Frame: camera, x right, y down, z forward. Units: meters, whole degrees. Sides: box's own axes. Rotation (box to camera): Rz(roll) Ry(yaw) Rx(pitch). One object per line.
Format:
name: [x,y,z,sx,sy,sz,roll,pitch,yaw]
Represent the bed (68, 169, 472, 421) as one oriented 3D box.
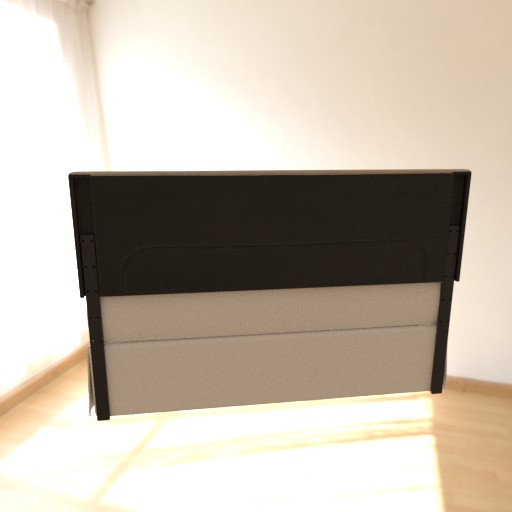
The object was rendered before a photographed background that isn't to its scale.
bed: [0.000,0.000,3.317,2.170,1.346,1.914,-2,14,-8]
